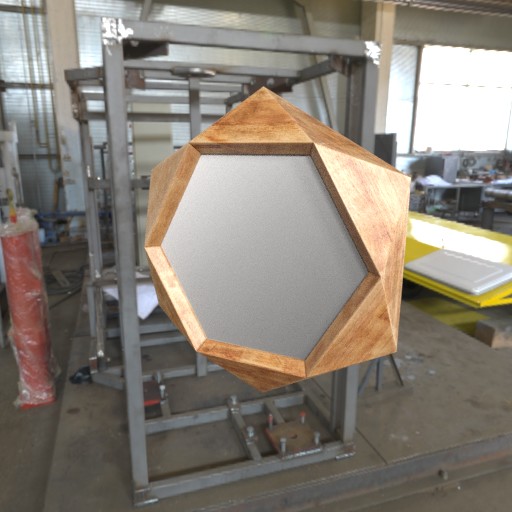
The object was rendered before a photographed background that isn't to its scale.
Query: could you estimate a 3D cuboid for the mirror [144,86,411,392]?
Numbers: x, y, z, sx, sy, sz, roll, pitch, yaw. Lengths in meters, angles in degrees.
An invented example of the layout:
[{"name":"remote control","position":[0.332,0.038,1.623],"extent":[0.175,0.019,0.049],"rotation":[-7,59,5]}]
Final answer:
[{"name":"mirror","position":[0.000,0.000,1.072],"extent":[0.675,0.779,0.091],"rotation":[7,16,26]}]
